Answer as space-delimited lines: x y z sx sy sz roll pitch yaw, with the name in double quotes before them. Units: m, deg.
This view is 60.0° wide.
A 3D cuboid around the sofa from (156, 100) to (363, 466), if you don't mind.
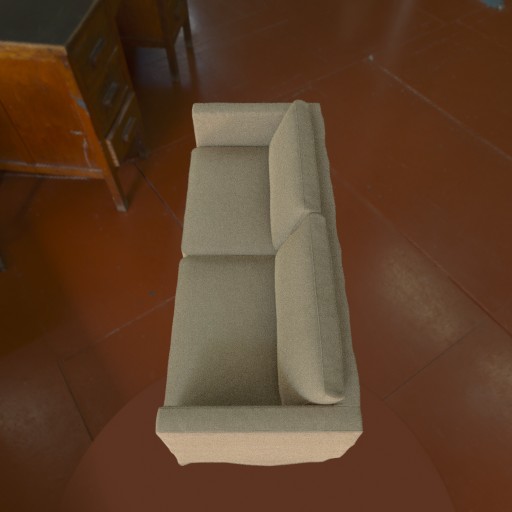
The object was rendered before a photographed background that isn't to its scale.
"sofa" 0.000 0.000 2.795 0.956 0.847 2.296 0 56 0
